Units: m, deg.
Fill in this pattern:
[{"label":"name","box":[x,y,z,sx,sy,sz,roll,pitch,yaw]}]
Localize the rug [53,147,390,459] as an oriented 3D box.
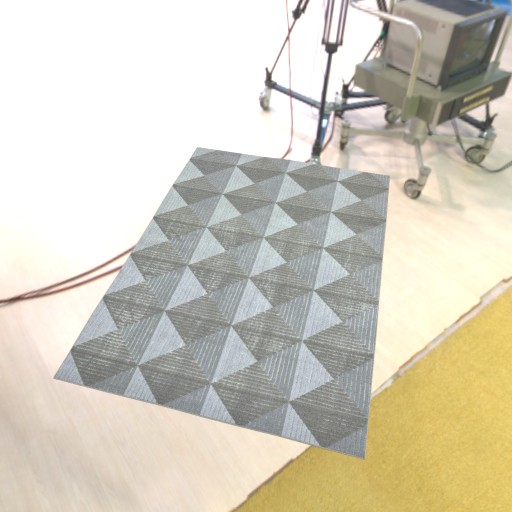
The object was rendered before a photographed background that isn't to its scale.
[{"label":"rug","box":[0.000,0.000,4.365,2.428,0.027,3.333,11,48,10]}]
